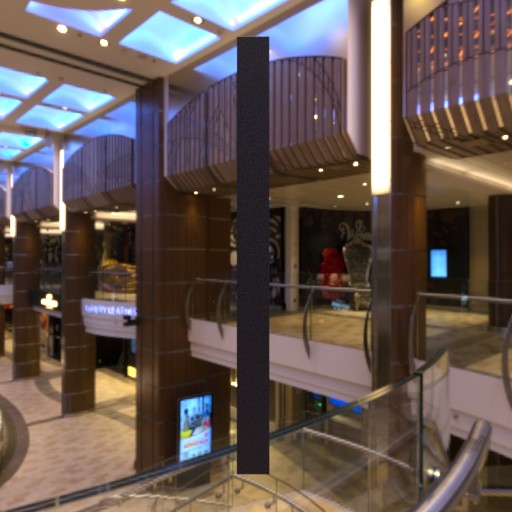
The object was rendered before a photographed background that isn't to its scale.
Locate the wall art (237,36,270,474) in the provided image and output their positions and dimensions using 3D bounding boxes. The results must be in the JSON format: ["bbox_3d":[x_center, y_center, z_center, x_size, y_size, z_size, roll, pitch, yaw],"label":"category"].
[{"bbox_3d":[0.000,0.000,0.766,0.038,0.507,0.507,0,0,1],"label":"wall art"}]
